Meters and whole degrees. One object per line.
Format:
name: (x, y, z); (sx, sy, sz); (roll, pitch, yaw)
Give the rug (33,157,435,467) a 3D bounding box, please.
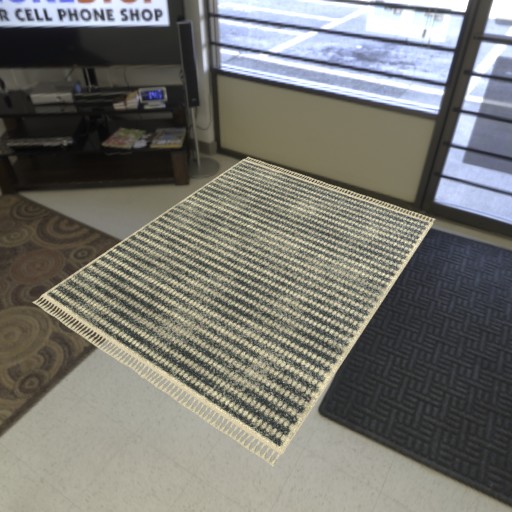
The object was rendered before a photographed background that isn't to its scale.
rug: (0.000, 0.000, 3.891); (2.256, 0.013, 2.910); (24, 46, 26)
